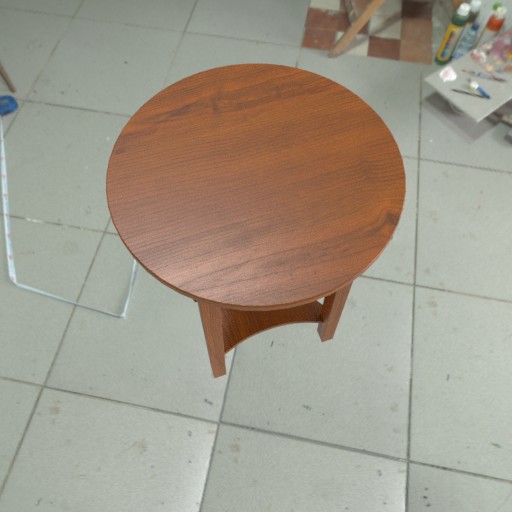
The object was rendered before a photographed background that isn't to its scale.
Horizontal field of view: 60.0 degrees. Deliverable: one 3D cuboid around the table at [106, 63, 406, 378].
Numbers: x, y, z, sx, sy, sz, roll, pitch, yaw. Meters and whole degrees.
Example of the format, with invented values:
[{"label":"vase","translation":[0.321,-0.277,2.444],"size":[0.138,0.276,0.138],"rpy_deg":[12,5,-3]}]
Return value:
[{"label":"table","translation":[0.000,0.000,0.953],"size":[0.457,0.610,0.457],"rpy_deg":[0,63,0]}]
